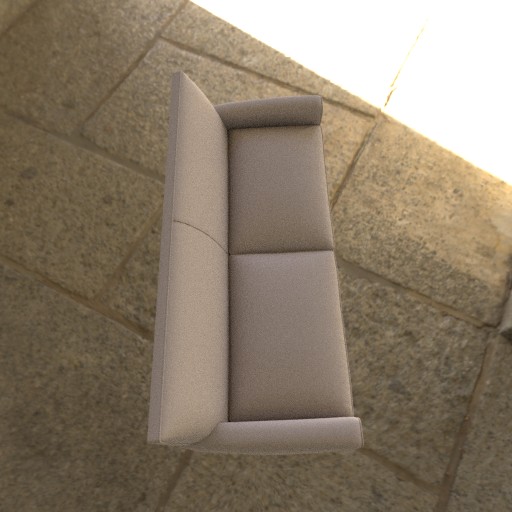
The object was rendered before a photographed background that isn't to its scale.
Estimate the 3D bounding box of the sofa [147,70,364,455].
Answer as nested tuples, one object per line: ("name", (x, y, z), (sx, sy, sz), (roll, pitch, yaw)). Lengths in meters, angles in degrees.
("sofa", (0.000, 0.000, 2.435), (0.875, 0.846, 2.000), (-2, 65, -1))
